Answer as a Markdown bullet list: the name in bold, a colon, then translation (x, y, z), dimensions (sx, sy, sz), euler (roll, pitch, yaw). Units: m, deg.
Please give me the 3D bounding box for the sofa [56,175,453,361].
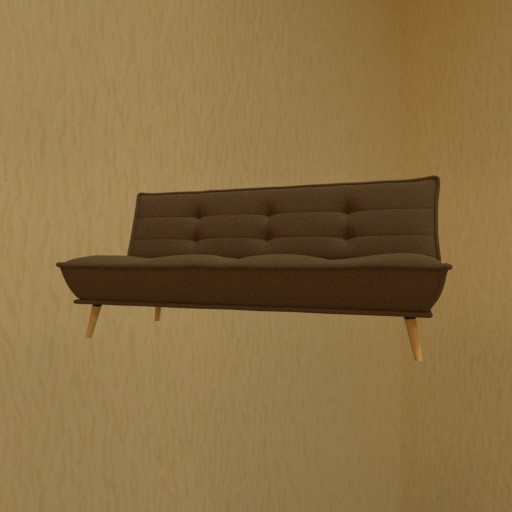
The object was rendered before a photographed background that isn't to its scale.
- **sofa**: translation (0.000, 0.000, 2.471), dimensions (1.940, 0.890, 0.950), euler (0, 0, 19)
